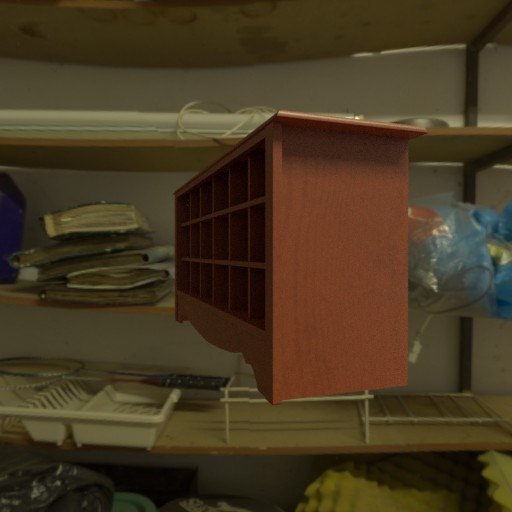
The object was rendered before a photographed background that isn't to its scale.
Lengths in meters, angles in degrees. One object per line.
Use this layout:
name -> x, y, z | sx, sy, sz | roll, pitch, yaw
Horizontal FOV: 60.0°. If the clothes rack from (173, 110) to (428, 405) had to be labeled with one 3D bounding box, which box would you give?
clothes rack -> 0.000, 0.000, 1.515 | 0.362, 0.594, 1.251 | 0, 1, -20
